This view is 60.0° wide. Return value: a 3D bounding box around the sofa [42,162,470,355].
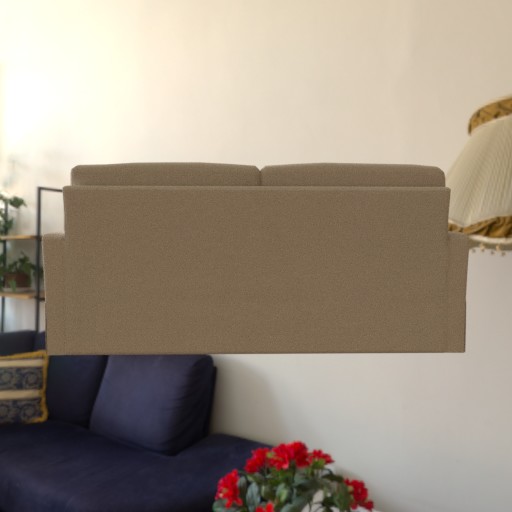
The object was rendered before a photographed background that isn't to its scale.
[{"bbox_3d":[0.000,0.000,2.256,1.808,0.831,0.894,0,1,-1],"label":"sofa"}]
